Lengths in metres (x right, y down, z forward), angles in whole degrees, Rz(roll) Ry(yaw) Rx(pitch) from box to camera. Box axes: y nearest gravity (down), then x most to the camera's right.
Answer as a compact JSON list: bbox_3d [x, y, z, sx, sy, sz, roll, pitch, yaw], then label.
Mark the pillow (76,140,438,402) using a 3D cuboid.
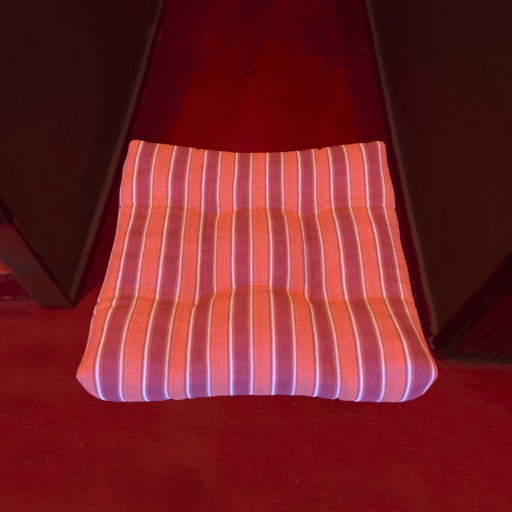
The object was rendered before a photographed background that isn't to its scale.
[{"bbox_3d":[0.000,0.000,0.735,0.490,0.133,0.468,0,58,0],"label":"pillow"}]
